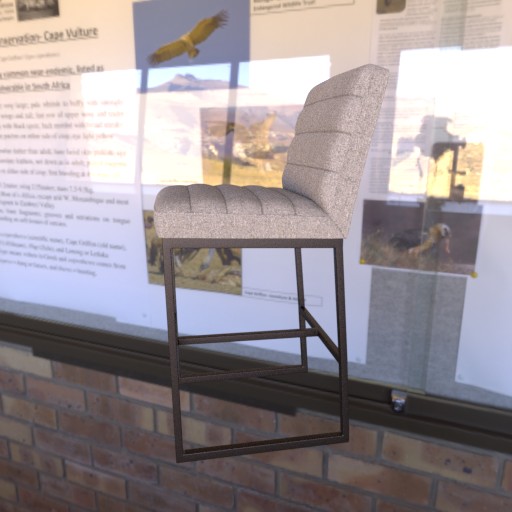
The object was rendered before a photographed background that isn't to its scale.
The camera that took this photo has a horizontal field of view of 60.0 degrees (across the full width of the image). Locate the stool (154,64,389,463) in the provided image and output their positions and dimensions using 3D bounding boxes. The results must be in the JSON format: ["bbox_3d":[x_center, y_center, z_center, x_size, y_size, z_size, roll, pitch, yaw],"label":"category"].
[{"bbox_3d":[0.000,0.000,1.334,0.571,1.034,0.459,-3,14,-10],"label":"stool"}]
